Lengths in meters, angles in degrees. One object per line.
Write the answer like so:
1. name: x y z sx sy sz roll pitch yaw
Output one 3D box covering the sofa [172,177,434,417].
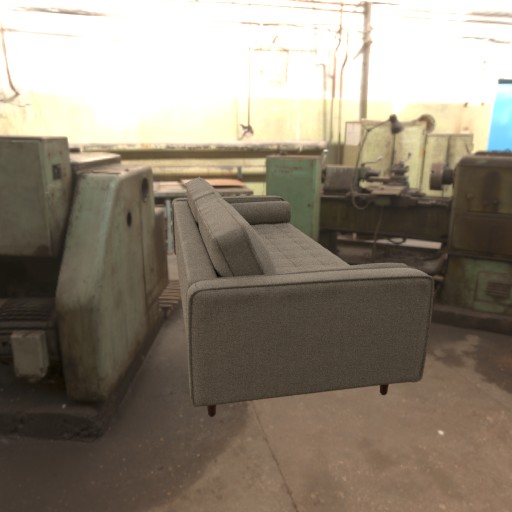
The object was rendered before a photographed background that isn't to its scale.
1. sofa: 0.000 0.000 2.594 0.914 0.762 2.211 -3 16 -11
